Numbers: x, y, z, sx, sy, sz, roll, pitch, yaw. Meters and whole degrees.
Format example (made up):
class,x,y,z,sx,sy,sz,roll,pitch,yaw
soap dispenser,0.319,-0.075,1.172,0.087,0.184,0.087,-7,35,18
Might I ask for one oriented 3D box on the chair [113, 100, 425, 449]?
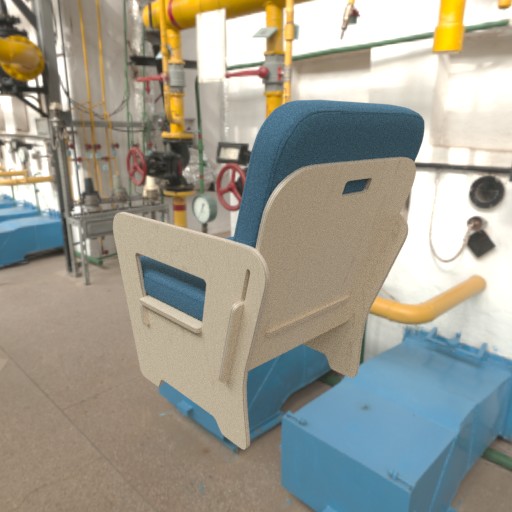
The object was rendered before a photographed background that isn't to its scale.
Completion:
class,x,y,z,sx,sy,sz,roll,pitch,yaw
chair,0.000,0.000,1.168,0.547,0.747,0.657,-15,22,-42
